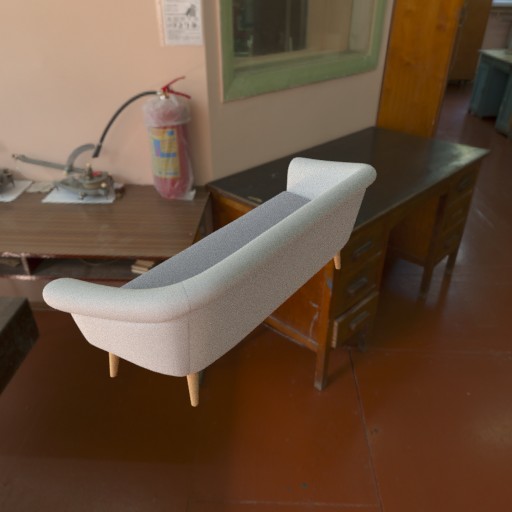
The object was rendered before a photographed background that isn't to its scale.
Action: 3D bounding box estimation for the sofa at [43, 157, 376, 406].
[{"bbox_3d":[0.000,0.000,2.608,0.827,0.795,2.160,21,37,30],"label":"sofa"}]
